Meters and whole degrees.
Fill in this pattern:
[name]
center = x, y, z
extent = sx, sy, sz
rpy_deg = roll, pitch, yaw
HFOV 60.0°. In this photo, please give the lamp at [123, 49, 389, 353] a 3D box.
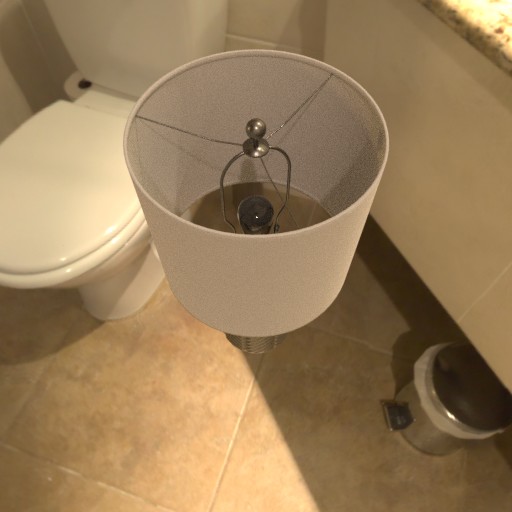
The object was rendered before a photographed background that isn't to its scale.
[lamp]
center = 0.000, 0.000, 0.501
extent = 0.203, 0.389, 0.203
rpy_deg = -15, 60, -9
